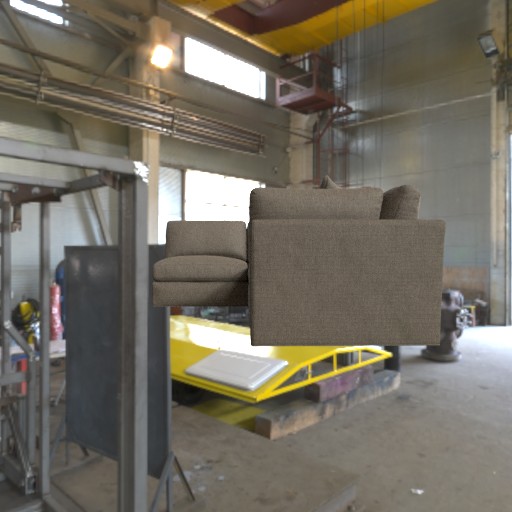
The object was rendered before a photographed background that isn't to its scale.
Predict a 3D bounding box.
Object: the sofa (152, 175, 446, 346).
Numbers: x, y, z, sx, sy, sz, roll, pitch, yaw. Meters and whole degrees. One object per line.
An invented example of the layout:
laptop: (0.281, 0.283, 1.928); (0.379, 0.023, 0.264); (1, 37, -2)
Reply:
sofa: (0.000, 0.000, 3.819); (1.994, 0.978, 2.896); (0, 0, -1)
